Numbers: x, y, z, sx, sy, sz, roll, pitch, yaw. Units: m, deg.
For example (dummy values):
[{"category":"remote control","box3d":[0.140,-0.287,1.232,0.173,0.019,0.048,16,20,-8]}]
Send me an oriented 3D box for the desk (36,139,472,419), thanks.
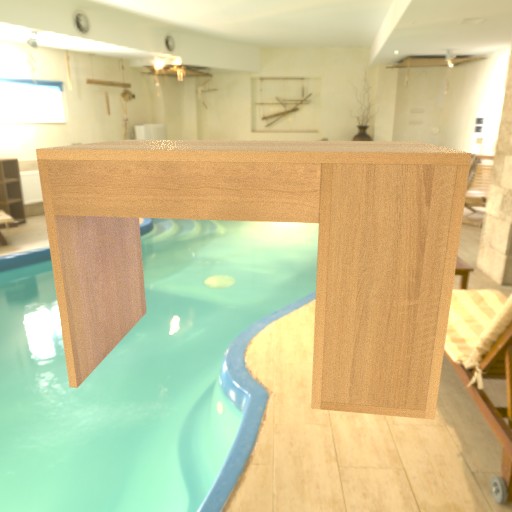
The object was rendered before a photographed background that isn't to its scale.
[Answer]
[{"category":"desk","box3d":[0.000,0.000,1.496,1.100,0.731,0.600,2,17,8]}]
